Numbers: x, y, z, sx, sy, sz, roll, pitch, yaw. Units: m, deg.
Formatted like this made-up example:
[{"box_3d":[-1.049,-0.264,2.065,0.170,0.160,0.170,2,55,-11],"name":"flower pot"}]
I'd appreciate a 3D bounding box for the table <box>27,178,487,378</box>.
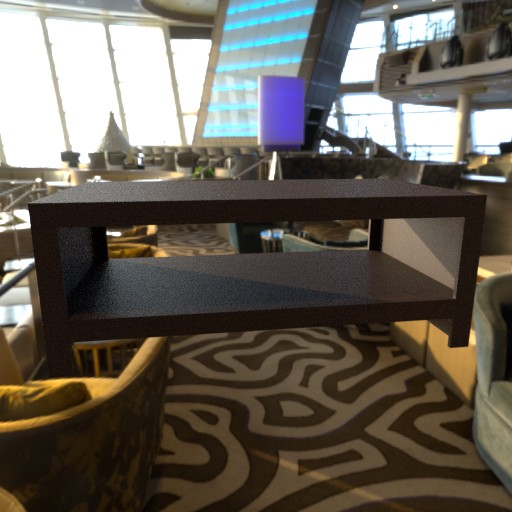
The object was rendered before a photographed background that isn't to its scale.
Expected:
[{"box_3d":[0.000,0.000,1.383,1.099,0.424,0.597,-2,14,-9],"name":"table"}]
